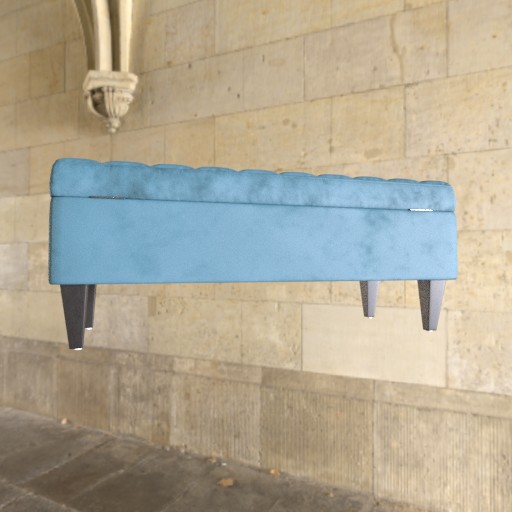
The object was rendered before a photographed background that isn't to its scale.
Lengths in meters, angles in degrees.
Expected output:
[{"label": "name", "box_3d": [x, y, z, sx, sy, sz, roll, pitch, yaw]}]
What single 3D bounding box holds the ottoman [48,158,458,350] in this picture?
[{"label": "ottoman", "box_3d": [0.000, 0.000, 1.410, 1.151, 0.469, 0.482, 0, -1, -17]}]
